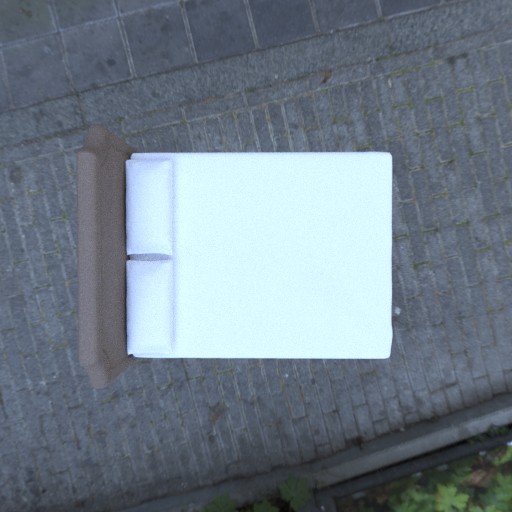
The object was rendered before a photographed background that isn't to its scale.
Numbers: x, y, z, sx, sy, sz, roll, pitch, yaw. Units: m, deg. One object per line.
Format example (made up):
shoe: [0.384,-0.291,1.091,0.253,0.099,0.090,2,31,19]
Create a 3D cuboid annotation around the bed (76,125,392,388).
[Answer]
bed: [0.000,0.000,3.239,2.116,1.290,1.693,0,91,1]
